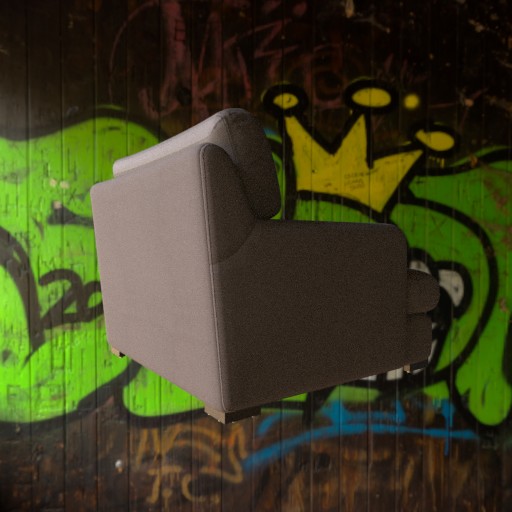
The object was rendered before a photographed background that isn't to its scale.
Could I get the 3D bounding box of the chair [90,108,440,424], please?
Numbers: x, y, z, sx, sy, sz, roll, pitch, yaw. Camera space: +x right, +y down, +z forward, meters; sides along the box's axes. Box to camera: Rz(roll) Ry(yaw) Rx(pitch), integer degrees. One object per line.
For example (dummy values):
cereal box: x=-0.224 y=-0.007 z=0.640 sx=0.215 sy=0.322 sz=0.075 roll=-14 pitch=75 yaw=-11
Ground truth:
chair: x=0.000 y=0.000 z=1.958 sx=1.143 sy=0.940 sz=1.168 roll=-1 pitch=2 yaw=-35
